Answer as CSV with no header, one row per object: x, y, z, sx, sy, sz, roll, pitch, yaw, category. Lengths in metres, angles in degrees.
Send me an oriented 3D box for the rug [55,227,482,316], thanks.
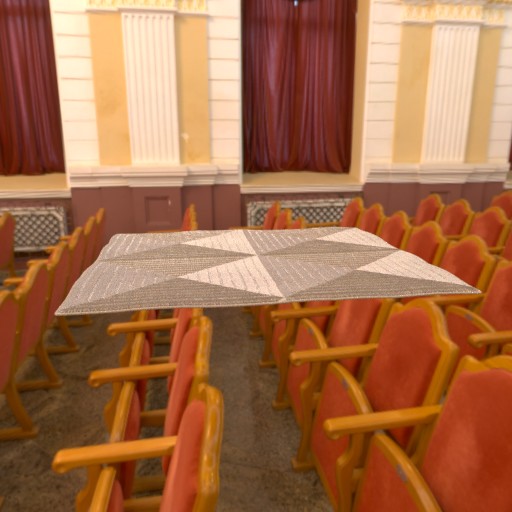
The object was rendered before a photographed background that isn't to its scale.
0.000,0.000,0.907,0.642,0.008,0.551,-2,14,-8,rug
